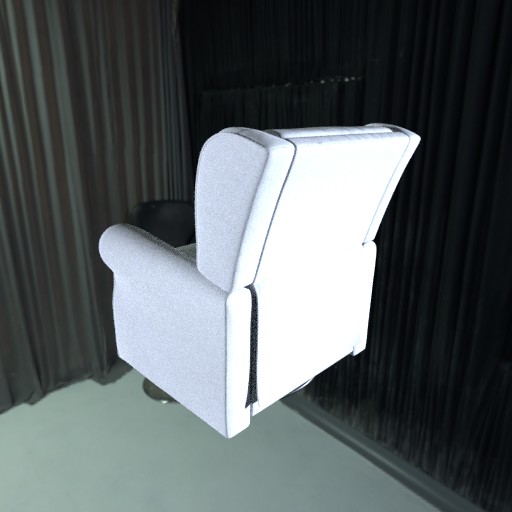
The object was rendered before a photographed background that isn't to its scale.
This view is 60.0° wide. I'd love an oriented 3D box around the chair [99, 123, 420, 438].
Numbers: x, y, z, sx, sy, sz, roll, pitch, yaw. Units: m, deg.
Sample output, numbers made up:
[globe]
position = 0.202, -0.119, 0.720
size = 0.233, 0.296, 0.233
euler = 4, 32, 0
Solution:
[chair]
position = 0.000, 0.000, 1.688
size = 0.854, 0.967, 0.906
euler = 17, 24, 42
